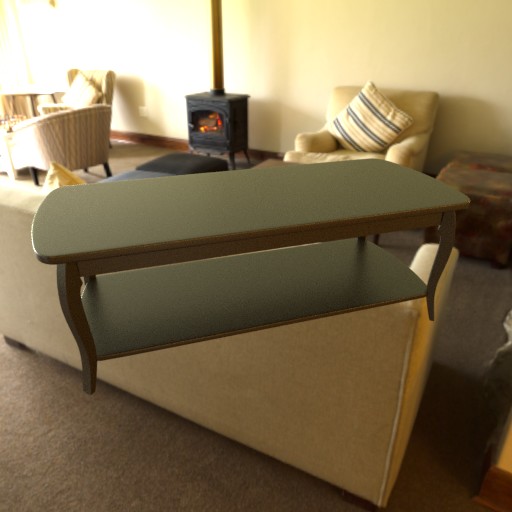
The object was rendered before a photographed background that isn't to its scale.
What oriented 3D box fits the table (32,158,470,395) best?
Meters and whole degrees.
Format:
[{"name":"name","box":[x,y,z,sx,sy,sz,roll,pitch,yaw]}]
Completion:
[{"name":"table","box":[0.000,0.000,1.551,1.333,0.457,0.571,-8,28,-16]}]
